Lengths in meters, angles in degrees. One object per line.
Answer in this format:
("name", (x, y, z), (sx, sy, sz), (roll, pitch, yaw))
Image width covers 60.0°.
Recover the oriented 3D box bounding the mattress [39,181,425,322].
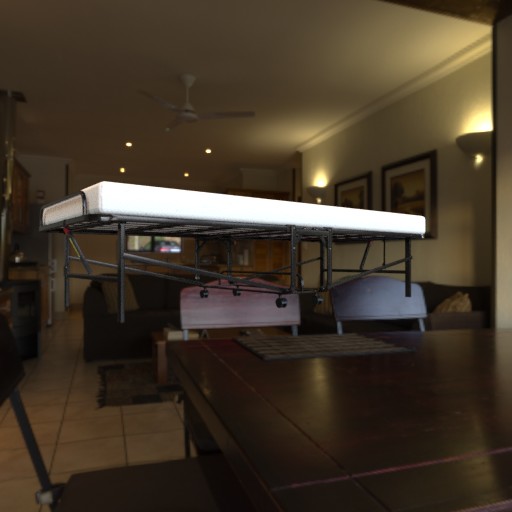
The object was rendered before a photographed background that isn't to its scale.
("mattress", (0.000, 0.000, 2.555), (2.153, 0.519, 0.922), (0, -1, -38))
